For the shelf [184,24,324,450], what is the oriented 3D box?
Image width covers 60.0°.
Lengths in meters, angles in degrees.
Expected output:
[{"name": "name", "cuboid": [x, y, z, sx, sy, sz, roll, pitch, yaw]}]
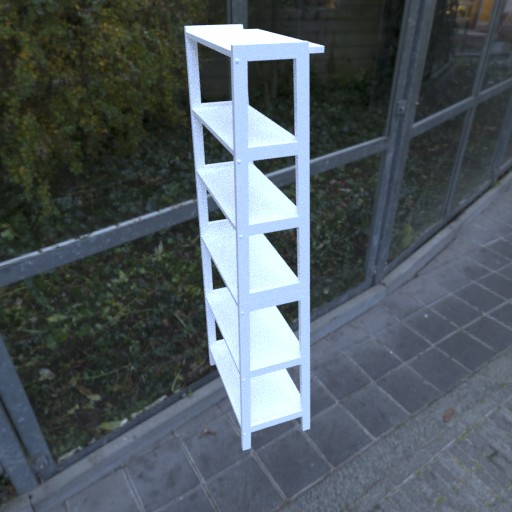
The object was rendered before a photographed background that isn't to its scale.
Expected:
[{"name": "shelf", "cuboid": [0.000, 0.000, 2.091, 0.381, 1.892, 0.660, -11, 34, -17]}]
